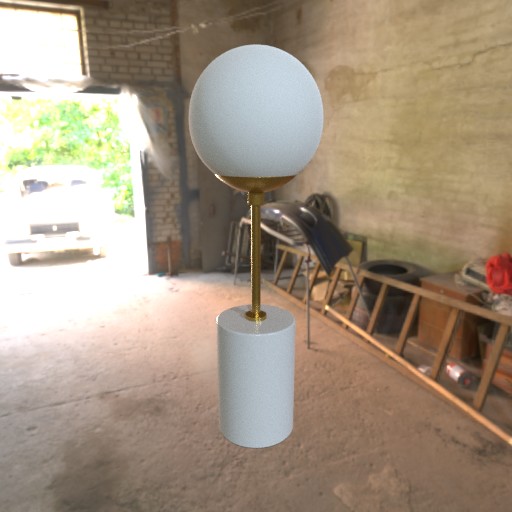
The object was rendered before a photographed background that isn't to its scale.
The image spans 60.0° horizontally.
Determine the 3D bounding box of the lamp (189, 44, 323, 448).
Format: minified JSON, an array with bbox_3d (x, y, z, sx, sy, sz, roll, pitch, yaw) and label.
[{"bbox_3d":[0.000,0.000,0.551,0.153,0.480,0.153,0,15,0],"label":"lamp"}]
